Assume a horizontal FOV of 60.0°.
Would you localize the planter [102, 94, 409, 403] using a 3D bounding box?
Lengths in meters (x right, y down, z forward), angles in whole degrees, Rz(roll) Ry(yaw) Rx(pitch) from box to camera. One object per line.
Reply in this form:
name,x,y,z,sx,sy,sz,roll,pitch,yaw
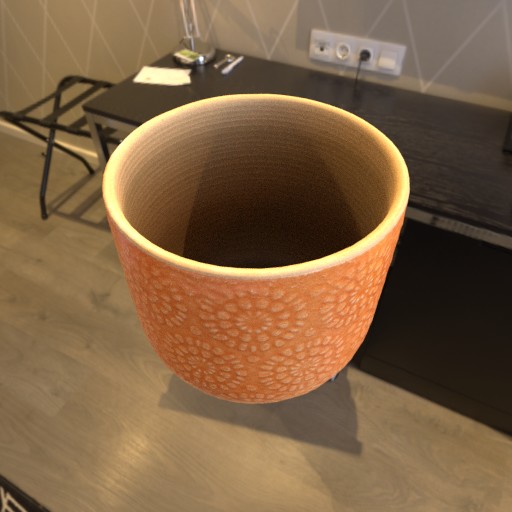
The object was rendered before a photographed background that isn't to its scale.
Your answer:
planter,0.000,0.000,0.291,0.170,0.152,0.170,0,45,0
